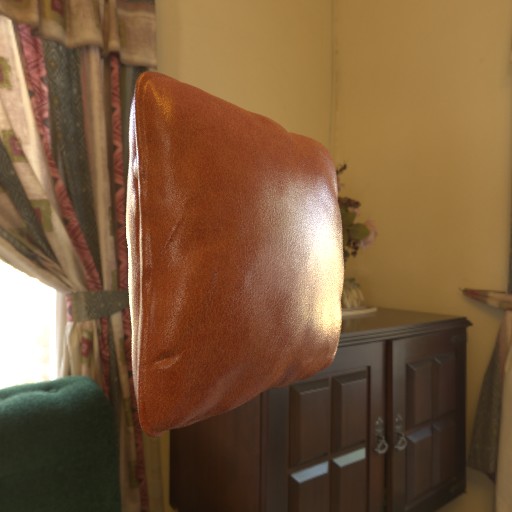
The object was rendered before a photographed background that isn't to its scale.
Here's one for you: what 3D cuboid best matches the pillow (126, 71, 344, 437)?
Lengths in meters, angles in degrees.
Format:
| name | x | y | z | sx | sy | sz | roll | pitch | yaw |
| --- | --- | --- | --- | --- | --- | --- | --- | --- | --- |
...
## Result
| name | x | y | z | sx | sy | sz | roll | pitch | yaw |
| --- | --- | --- | --- | --- | --- | --- | --- | --- | --- |
| pillow | 0.000 | 0.000 | 0.811 | 0.236 | 0.523 | 0.532 | -1 | -2 | 37 |
